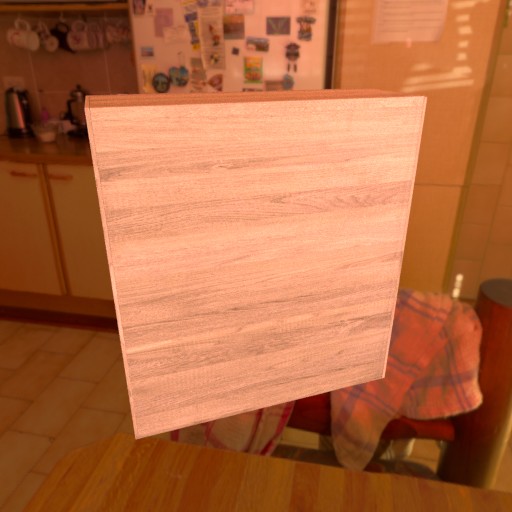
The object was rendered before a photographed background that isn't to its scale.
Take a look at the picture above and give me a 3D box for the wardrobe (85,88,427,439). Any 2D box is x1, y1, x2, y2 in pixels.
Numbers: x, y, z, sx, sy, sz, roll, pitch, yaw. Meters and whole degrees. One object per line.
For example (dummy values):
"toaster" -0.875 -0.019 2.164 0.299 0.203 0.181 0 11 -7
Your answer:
"wardrobe" 0.000 0.000 2.856 1.780 1.960 0.629 -8 26 -17
